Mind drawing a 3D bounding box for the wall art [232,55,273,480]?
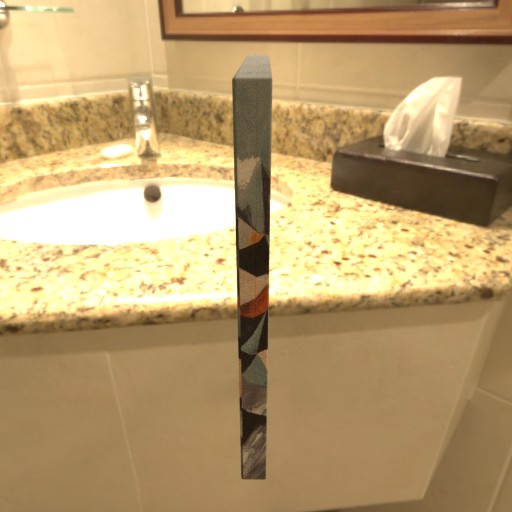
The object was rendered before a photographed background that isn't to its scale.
[{"bbox_3d":[0.000,0.000,1.138,0.061,0.911,0.609,0,27,1],"label":"wall art"}]
